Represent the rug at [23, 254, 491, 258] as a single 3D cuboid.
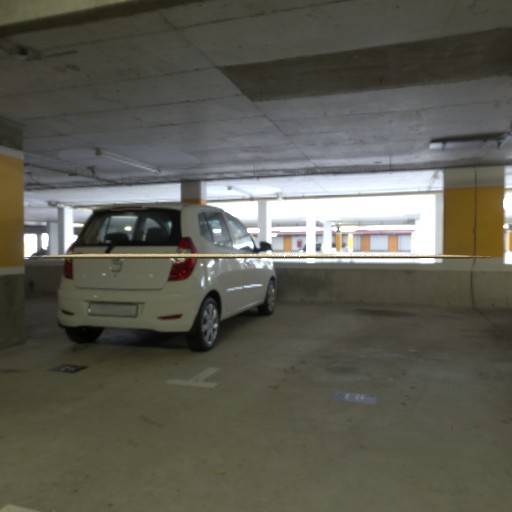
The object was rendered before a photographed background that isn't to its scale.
[{"bbox_3d":[0.000,0.000,2.655,2.438,0.021,0.729,0,1,0],"label":"rug"}]
